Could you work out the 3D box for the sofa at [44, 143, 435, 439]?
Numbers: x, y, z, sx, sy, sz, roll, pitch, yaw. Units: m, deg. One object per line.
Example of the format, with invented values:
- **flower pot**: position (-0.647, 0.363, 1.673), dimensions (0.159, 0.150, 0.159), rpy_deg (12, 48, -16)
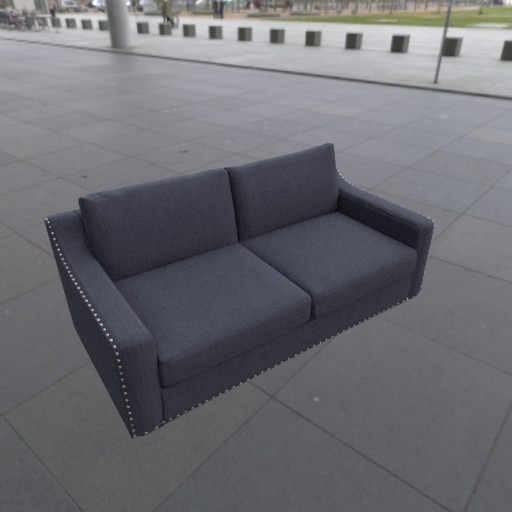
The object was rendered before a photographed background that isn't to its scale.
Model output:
- **sofa**: position (0.000, 0.000, 3.324), dimensions (2.550, 1.196, 1.336), rpy_deg (-19, 35, -30)
